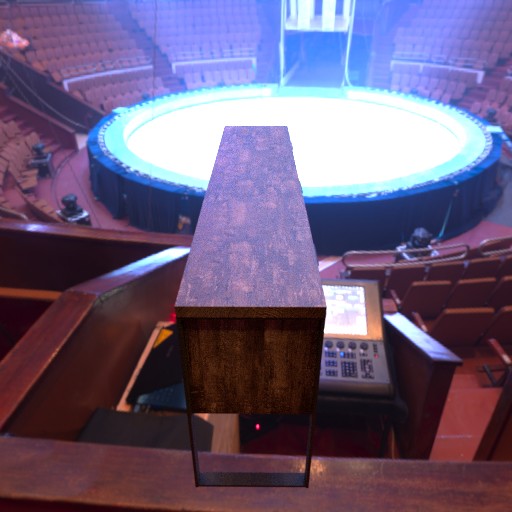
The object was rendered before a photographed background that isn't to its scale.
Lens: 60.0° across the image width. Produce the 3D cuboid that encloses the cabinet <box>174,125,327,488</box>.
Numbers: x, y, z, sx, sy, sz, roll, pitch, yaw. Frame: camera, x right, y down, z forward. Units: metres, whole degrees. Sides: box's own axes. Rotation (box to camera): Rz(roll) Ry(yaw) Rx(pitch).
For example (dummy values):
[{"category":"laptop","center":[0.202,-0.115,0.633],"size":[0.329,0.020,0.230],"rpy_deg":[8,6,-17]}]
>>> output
[{"category":"cabinet","center":[0.000,0.000,2.076],"size":[0.395,0.762,1.800],"rpy_deg":[0,30,0]}]
